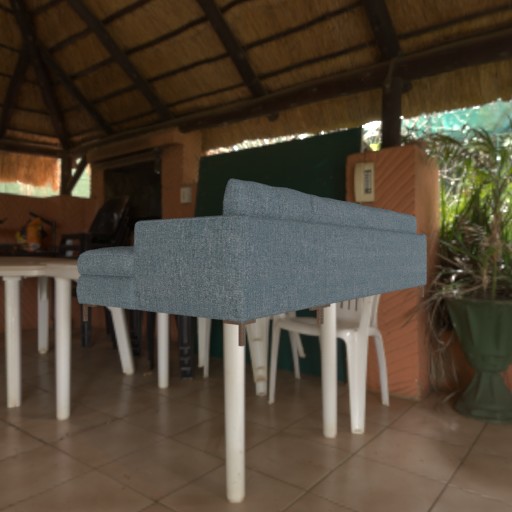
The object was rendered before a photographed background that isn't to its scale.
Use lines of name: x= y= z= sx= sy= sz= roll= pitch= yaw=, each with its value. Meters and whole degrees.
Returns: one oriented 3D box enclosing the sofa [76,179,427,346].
sofa: x=0.000 y=0.000 z=3.510 sx=1.879 sy=0.753 sz=2.737 roll=0 pitch=1 yaw=37
